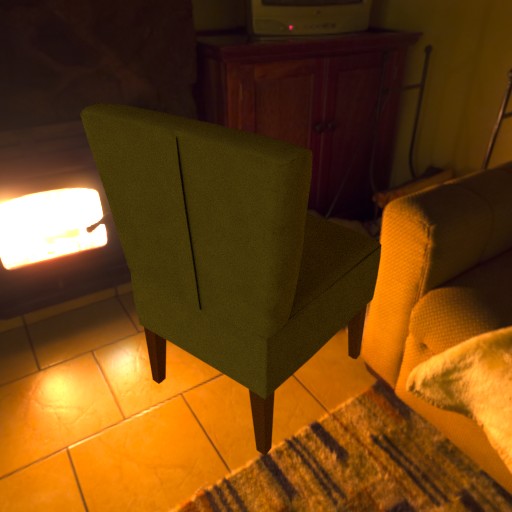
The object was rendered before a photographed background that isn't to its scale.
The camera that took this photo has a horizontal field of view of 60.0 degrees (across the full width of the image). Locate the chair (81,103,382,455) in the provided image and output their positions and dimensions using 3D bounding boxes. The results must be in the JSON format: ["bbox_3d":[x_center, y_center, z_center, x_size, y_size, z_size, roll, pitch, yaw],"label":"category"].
[{"bbox_3d":[0.000,0.000,1.163,0.521,0.806,0.554,22,38,31],"label":"chair"}]
